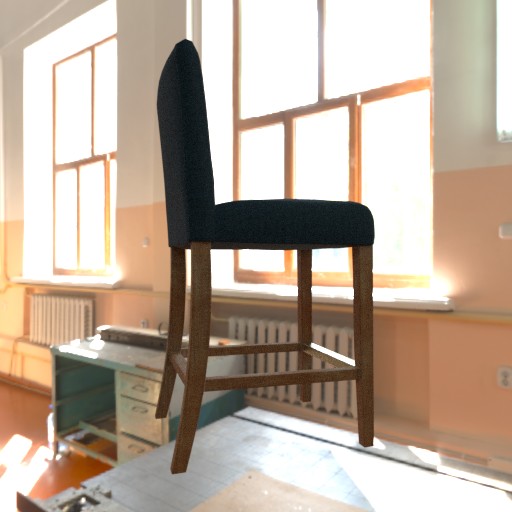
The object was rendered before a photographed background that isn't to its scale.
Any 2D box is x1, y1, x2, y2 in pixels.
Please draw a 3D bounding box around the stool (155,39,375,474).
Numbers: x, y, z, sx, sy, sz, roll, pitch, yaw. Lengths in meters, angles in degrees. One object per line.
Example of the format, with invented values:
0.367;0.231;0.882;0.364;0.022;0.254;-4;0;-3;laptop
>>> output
0.000;0.000;1.331;0.567;1.039;0.454;0;0;-18;stool
